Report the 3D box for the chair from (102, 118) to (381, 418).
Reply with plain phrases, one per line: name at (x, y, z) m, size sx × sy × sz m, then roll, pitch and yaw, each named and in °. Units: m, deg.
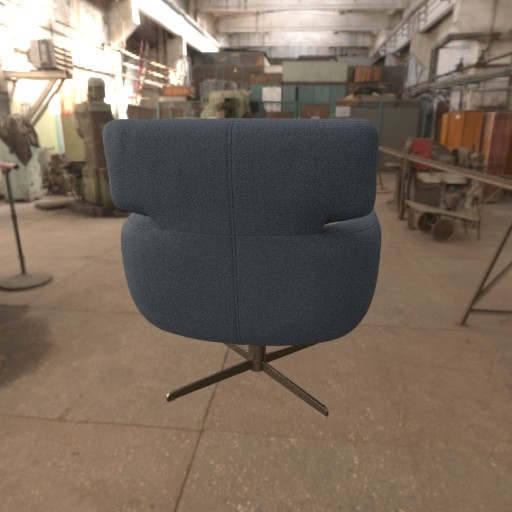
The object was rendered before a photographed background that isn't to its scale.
chair at (0.000, 0.000, 1.380) m, size 0.738 × 0.813 × 0.761 m, roll 2°, pitch 17°, yaw 8°
